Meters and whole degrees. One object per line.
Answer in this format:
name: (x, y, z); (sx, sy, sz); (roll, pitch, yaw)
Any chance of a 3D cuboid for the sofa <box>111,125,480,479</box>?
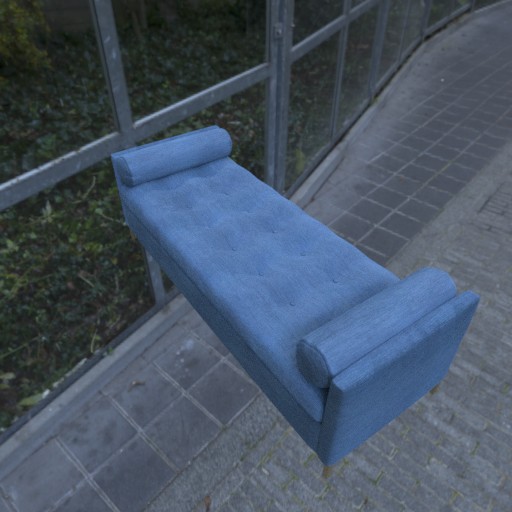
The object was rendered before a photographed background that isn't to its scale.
sofa: (0.000, 0.000, 2.456); (0.796, 0.705, 2.102); (-24, 45, -26)
